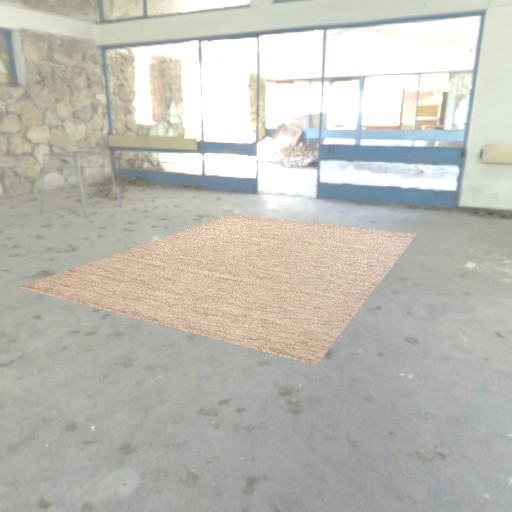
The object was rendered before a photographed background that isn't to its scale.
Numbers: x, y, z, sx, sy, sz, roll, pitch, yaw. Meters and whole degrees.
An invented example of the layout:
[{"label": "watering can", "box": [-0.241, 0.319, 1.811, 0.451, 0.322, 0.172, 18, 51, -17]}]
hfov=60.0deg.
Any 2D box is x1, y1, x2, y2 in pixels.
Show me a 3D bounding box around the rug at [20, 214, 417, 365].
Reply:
[{"label": "rug", "box": [0.000, 0.000, 4.245, 2.448, 0.013, 3.205, 9, 19, 27]}]
